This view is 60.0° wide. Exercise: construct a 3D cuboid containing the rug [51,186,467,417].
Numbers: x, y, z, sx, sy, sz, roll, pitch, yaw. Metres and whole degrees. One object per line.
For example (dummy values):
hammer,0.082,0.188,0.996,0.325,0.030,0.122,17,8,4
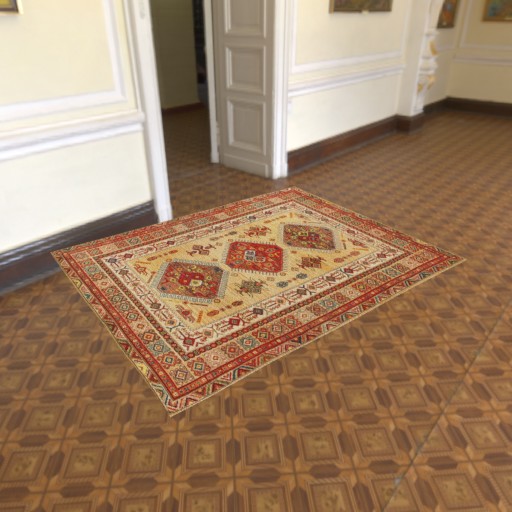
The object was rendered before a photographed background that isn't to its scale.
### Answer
rug,0.000,0.000,4.168,3.067,0.005,2.460,-20,34,-32
